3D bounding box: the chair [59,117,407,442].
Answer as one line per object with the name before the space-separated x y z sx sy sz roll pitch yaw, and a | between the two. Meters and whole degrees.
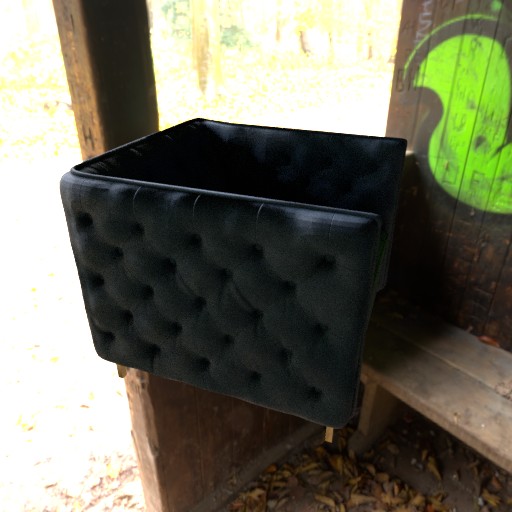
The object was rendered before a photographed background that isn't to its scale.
chair | 0.000 0.000 1.572 0.877 0.771 0.868 10 30 18
